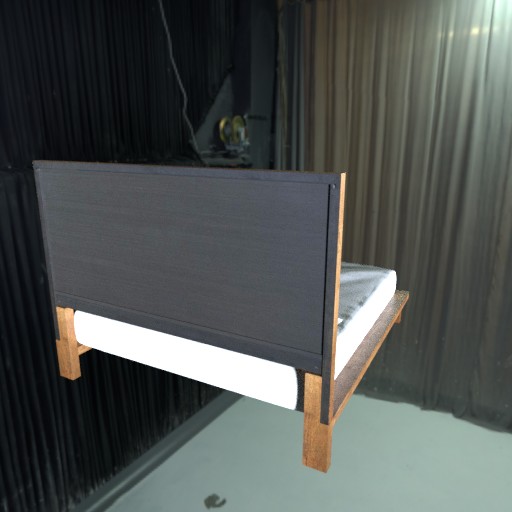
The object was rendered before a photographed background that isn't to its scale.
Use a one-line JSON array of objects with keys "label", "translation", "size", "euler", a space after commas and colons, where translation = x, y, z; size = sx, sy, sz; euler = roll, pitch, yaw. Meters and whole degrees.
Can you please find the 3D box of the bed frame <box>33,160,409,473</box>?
[{"label": "bed frame", "translation": [0.000, 0.000, 3.515], "size": [2.038, 1.537, 2.235], "euler": [8, 17, 27]}]
